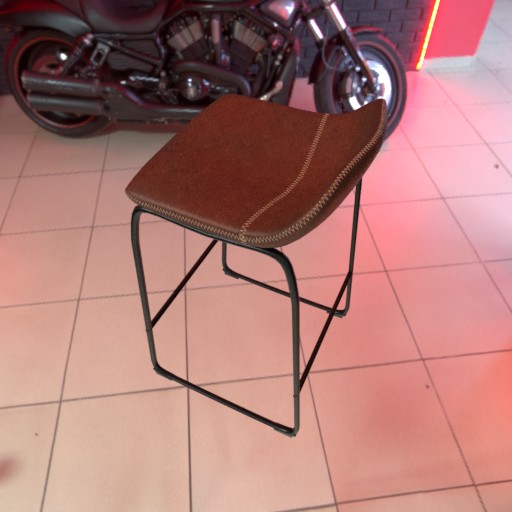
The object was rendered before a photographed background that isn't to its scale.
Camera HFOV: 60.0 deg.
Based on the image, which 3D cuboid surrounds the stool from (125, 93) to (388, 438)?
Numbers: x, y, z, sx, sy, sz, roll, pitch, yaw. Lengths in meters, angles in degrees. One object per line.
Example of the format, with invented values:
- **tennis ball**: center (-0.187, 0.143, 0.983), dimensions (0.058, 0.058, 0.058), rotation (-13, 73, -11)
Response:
- **stool**: center (0.000, 0.000, 1.108), dimensions (0.473, 0.830, 0.454), rotation (20, 51, 17)
